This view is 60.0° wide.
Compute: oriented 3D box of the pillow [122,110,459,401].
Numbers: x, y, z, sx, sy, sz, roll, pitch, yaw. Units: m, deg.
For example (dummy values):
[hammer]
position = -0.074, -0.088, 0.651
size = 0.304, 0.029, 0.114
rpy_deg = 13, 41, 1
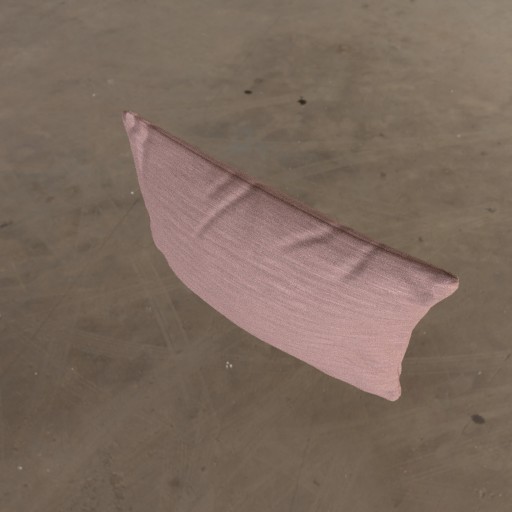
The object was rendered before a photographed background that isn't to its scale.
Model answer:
[pillow]
position = 0.000, 0.000, 0.789
size = 0.633, 0.338, 0.210
rpy_deg = 31, 55, 25
